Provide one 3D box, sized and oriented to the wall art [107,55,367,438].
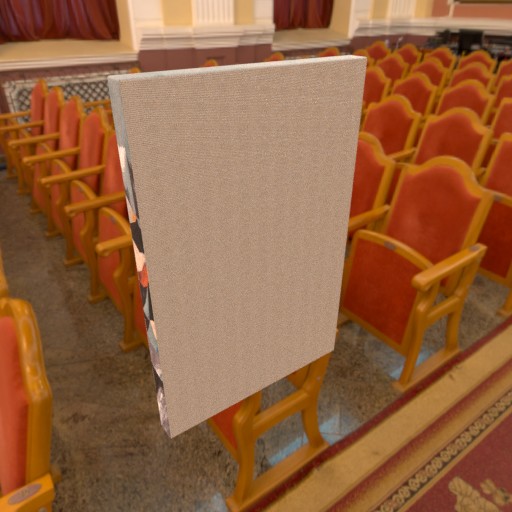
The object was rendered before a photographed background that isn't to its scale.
[{"bbox_3d":[0.000,0.000,1.143,0.609,0.911,0.061,-20,35,-30],"label":"wall art"}]
